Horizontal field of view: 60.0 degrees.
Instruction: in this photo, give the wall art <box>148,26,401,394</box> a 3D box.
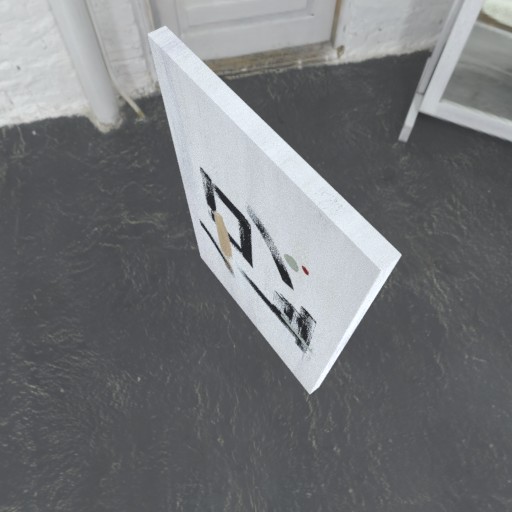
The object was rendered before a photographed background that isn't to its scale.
[{"bbox_3d":[0.000,0.000,1.133,0.043,0.914,0.624,-34,67,-16],"label":"wall art"}]
